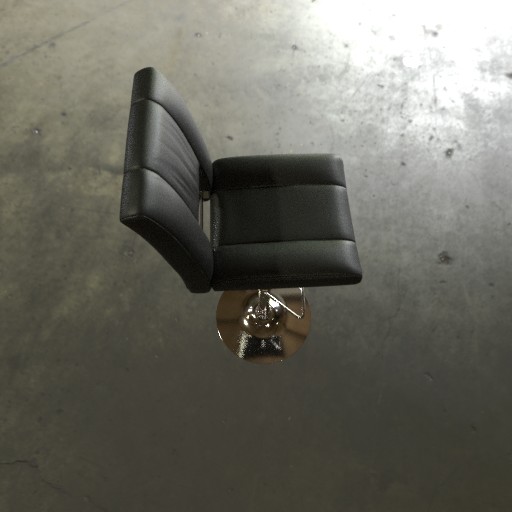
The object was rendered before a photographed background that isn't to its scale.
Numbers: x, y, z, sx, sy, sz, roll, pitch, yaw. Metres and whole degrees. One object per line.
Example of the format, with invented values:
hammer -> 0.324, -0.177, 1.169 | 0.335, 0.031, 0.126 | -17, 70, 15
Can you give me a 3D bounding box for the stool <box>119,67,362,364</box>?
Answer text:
stool -> 0.000, 0.000, 1.389 | 0.520, 1.151, 0.415 | -3, 63, -1
